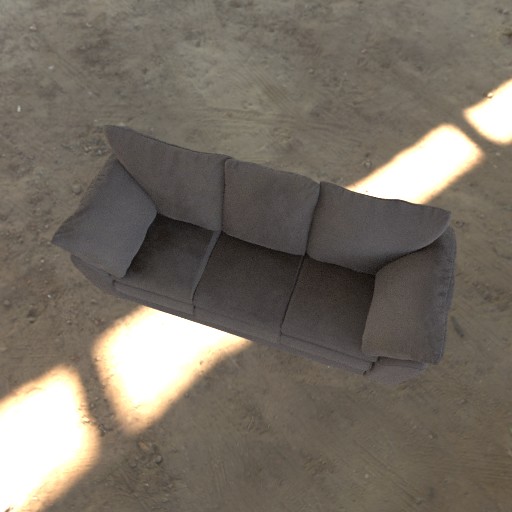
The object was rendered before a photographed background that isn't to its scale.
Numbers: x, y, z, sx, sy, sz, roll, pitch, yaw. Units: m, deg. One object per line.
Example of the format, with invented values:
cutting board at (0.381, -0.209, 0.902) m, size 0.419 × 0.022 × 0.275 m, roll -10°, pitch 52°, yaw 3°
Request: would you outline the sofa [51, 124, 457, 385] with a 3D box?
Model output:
sofa at (0.000, 0.000, 2.856) m, size 2.336 × 1.073 × 0.878 m, roll 16°, pitch 59°, yaw 10°
